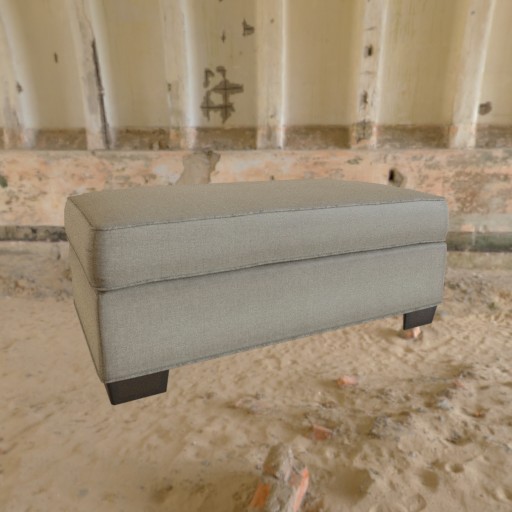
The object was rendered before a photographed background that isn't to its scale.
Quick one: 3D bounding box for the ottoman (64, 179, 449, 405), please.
[{"bbox_3d":[0.000,0.000,1.451,1.097,0.461,0.617,-8,17,-26],"label":"ottoman"}]
